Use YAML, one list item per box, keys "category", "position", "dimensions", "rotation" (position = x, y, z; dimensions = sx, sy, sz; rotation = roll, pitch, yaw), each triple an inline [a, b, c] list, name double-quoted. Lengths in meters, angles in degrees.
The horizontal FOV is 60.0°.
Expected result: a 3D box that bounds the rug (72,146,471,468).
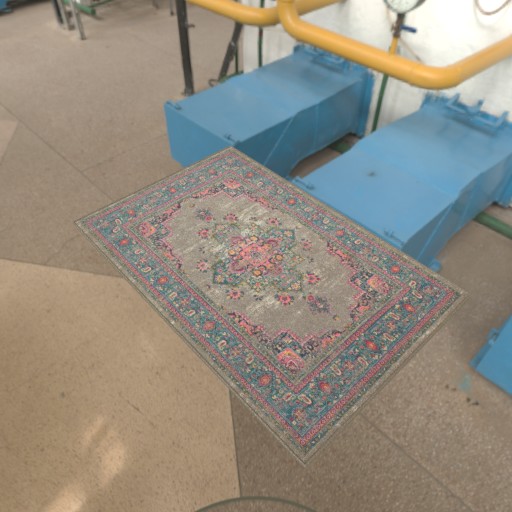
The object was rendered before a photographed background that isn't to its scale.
- category: "rug"
  position: [0.000, 0.000, 2.252]
  dimensions: [1.144, 0.014, 1.748]
  rotation: [-33, 54, -28]
